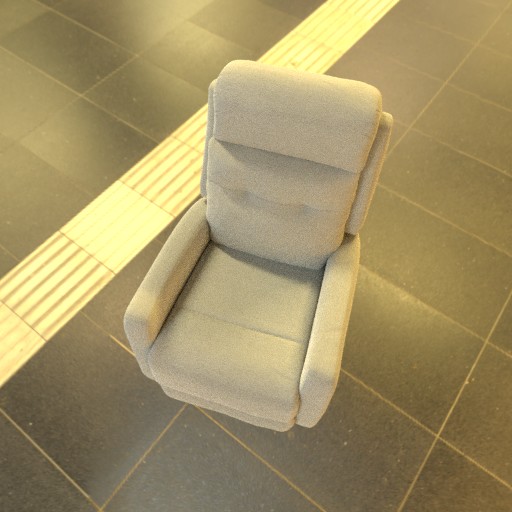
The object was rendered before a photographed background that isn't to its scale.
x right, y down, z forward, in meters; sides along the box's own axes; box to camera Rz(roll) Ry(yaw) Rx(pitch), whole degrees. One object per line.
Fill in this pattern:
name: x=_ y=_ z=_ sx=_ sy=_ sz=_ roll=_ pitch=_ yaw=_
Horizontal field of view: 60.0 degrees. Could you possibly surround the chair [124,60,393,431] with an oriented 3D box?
chair: x=0.000 y=0.000 z=1.691 sx=0.798 sy=1.013 sz=1.043 roll=15 pitch=61 yaw=9
